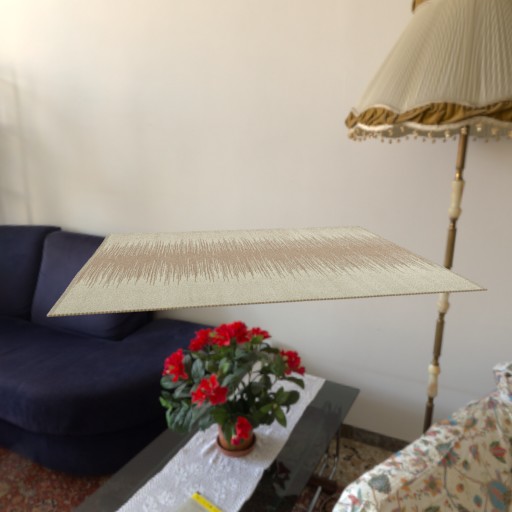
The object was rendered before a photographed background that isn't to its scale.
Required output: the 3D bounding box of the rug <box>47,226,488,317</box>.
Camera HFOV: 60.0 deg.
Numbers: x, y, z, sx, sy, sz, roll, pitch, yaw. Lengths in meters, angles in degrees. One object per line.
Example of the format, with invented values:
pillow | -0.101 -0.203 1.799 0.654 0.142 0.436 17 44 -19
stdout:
rug | 0.000 0.000 4.152 3.048 0.013 2.438 -2 15 -9
